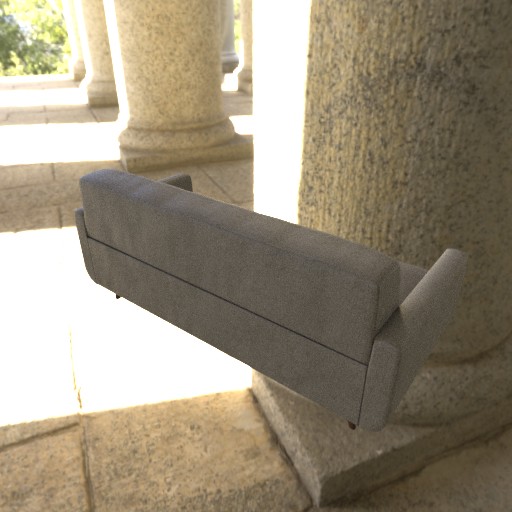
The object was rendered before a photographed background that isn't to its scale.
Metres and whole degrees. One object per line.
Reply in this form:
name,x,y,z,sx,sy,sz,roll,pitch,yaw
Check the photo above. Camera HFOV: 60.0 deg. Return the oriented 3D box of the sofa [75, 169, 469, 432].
sofa,0.000,0.000,2.545,2.055,0.873,0.968,20,35,32
